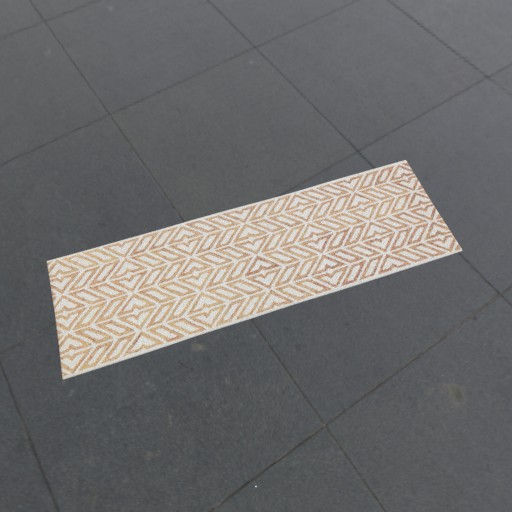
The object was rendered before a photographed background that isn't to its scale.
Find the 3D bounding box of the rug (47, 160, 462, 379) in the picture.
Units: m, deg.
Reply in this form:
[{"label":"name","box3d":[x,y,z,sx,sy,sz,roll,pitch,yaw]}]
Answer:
[{"label":"rug","box3d":[0.000,0.000,2.713,2.435,0.009,0.750,-17,64,-9]}]
